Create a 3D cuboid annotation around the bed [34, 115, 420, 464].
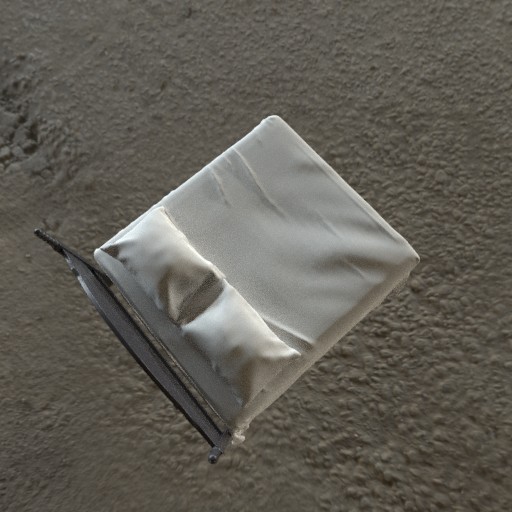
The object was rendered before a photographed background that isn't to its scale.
[{"bbox_3d":[0.000,0.000,3.212,2.040,1.356,1.873,-40,78,-10],"label":"bed"}]
